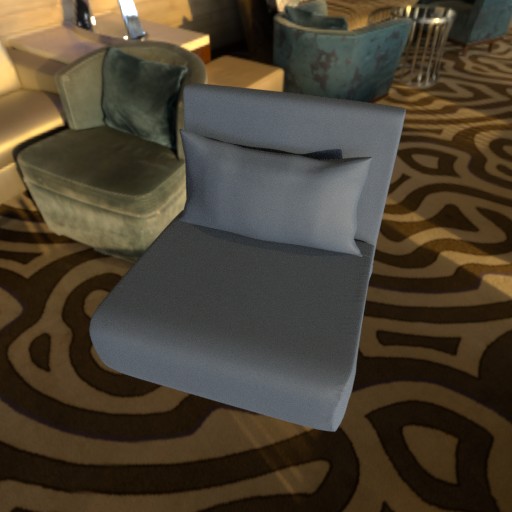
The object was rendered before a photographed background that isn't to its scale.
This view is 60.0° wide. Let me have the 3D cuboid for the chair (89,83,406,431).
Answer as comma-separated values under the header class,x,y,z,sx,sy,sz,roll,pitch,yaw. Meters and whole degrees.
class,x,y,z,sx,sy,sz,roll,pitch,yaw
chair,0.000,0.000,1.474,0.770,0.808,0.900,12,42,13
